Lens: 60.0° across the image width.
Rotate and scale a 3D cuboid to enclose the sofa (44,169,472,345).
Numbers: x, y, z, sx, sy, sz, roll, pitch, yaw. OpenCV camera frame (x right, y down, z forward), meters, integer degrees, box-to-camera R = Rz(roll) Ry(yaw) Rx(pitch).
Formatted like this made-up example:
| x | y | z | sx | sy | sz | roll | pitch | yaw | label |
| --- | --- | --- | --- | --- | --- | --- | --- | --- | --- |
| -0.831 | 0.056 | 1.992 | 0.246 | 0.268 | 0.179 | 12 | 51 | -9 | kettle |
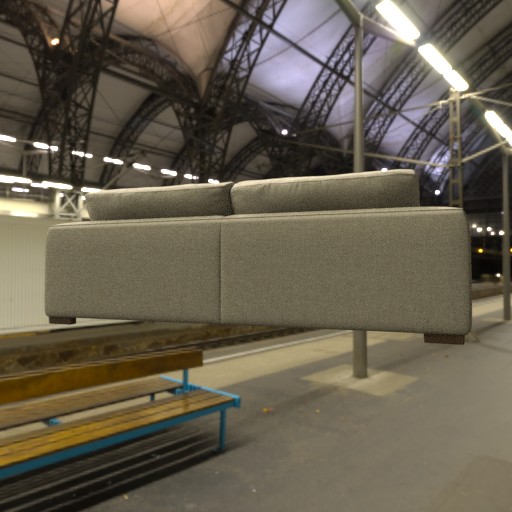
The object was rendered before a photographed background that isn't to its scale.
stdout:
| x | y | z | sx | sy | sz | roll | pitch | yaw | label |
| --- | --- | --- | --- | --- | --- | --- | --- | --- | --- |
| 0.000 | 0.000 | 2.694 | 2.262 | 0.801 | 1.070 | -1 | -2 | 19 | sofa |
